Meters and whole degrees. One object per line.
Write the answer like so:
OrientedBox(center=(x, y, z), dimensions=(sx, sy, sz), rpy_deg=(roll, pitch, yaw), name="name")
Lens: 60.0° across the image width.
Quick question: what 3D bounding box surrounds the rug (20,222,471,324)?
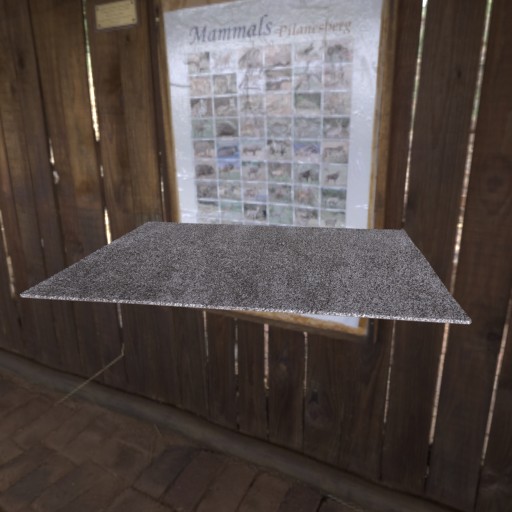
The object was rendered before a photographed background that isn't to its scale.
OrientedBox(center=(0.000, 0.000, 4.030), dimensions=(3.000, 0.025, 2.401), rpy_deg=(2, 17, 8), name="rug")
